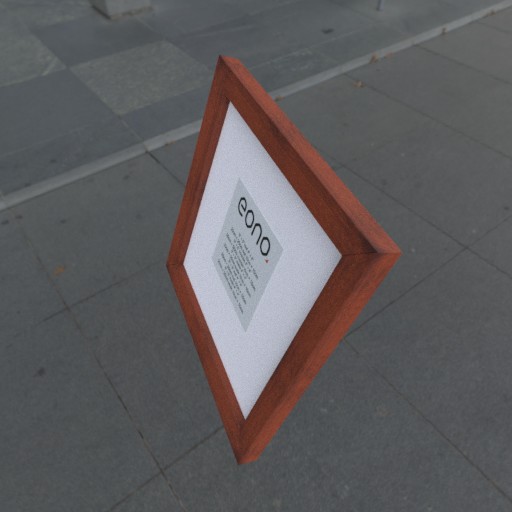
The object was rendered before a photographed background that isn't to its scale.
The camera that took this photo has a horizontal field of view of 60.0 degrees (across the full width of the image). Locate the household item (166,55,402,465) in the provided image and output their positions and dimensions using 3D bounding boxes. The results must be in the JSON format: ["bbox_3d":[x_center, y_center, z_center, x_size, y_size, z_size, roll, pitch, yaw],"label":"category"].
[{"bbox_3d":[0.000,0.000,0.380,0.131,0.240,0.240,-17,50,-15],"label":"household item"}]
